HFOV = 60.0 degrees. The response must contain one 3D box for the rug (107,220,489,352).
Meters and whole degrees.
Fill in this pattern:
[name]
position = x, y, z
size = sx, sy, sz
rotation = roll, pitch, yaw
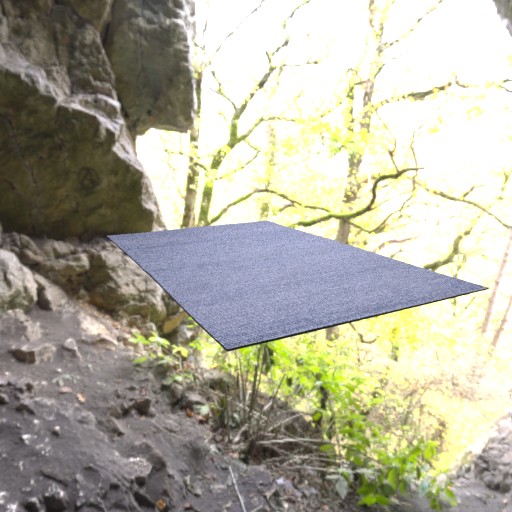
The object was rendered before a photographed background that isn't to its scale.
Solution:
[rug]
position = 0.000, 0.000, 2.241
size = 1.145, 0.021, 1.777
rotation = -8, 16, -27
